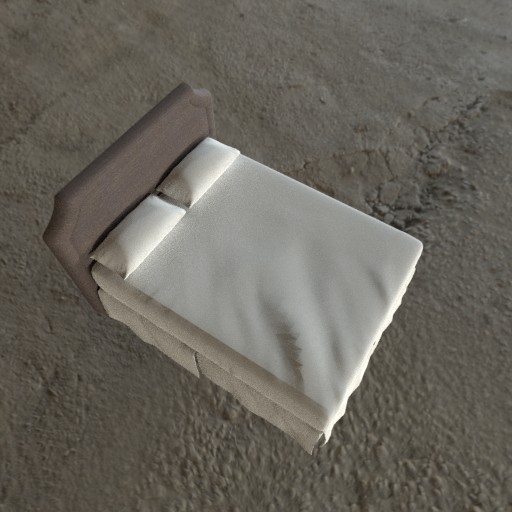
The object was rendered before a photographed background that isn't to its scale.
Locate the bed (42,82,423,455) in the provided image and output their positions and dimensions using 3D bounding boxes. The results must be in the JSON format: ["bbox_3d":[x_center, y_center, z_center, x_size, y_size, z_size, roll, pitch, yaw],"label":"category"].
[{"bbox_3d":[0.000,0.000,3.191,2.116,1.290,1.693,29,63,16],"label":"bed"}]
